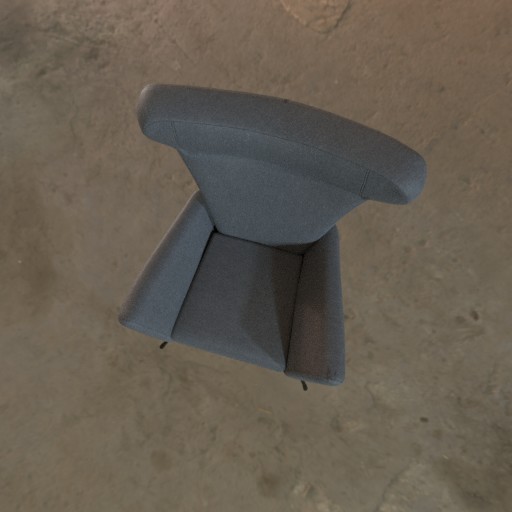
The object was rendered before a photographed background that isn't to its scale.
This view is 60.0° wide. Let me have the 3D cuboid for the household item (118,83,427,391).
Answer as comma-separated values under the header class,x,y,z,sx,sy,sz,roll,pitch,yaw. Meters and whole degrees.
class,x,y,z,sx,sy,sz,roll,pitch,yaw
household item,0.000,0.000,1.812,0.980,1.050,0.900,15,74,4
